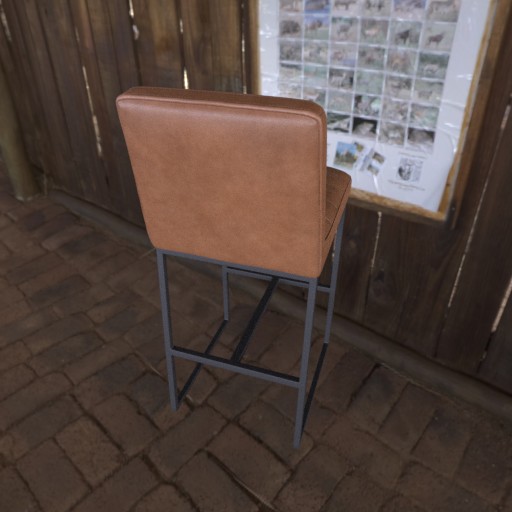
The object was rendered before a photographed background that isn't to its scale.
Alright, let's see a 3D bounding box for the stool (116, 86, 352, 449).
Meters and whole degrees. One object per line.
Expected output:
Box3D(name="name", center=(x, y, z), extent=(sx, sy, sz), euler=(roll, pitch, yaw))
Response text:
Box3D(name="stool", center=(0.000, 0.000, 1.325), extent=(0.458, 1.040, 0.556), euler=(11, 35, 16))
